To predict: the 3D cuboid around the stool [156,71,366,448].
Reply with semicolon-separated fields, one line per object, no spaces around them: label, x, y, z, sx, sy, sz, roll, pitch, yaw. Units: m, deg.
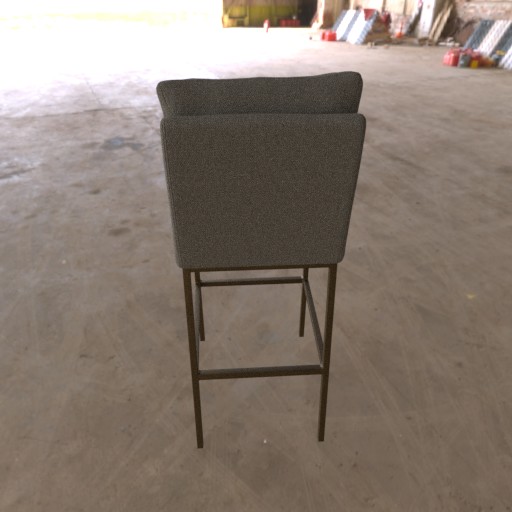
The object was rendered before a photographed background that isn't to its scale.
stool;0.000;0.000;1.392;0.463;1.132;0.569;-2;31;-3
